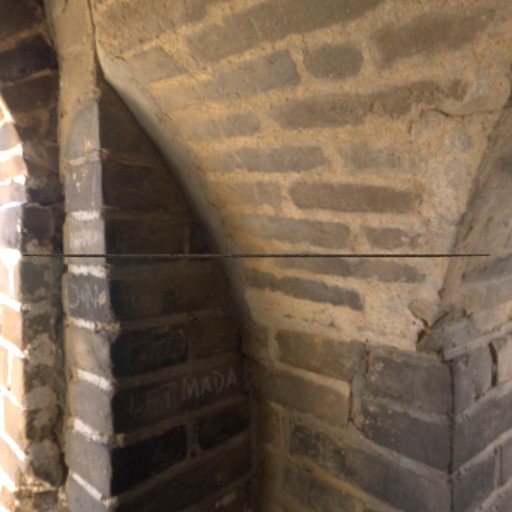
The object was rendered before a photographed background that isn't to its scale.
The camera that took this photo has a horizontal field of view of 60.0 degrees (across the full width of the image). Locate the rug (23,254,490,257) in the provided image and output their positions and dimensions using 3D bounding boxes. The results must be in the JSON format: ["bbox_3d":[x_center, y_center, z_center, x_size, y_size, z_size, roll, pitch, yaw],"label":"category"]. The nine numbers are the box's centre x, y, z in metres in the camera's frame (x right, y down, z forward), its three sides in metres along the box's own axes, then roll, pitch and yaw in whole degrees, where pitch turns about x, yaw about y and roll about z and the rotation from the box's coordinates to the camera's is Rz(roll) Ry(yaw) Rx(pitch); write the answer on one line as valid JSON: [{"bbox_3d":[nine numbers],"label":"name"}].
[{"bbox_3d":[0.000,0.000,2.686,2.436,0.013,0.807,0,-1,1],"label":"rug"}]
